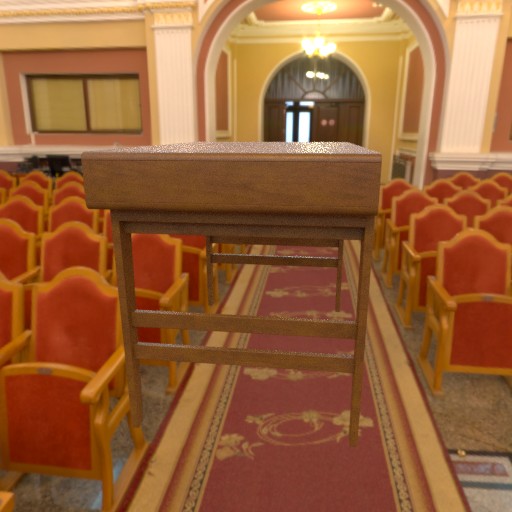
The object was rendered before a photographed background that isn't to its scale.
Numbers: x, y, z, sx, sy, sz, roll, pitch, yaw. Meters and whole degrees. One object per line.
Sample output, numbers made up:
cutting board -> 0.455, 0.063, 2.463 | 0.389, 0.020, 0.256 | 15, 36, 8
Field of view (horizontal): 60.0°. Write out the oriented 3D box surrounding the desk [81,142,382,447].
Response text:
desk -> 0.000, 0.000, 1.557 | 0.660, 0.754, 1.066 | 2, 16, 7
